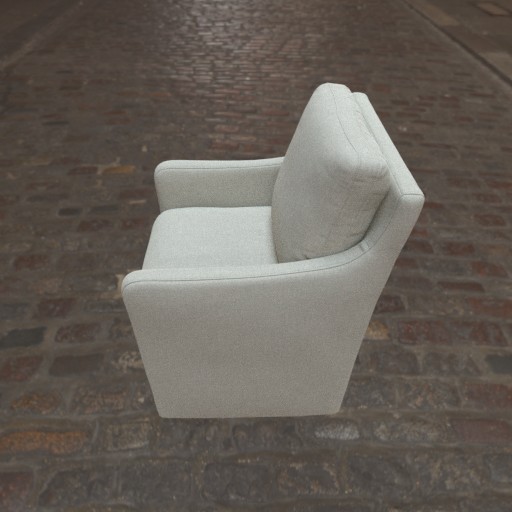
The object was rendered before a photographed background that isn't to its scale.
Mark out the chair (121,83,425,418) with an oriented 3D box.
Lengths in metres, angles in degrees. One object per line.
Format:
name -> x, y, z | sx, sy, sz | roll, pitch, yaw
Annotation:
chair -> 0.000, 0.000, 1.384 | 0.694, 0.914, 0.626 | -1, 41, -1
